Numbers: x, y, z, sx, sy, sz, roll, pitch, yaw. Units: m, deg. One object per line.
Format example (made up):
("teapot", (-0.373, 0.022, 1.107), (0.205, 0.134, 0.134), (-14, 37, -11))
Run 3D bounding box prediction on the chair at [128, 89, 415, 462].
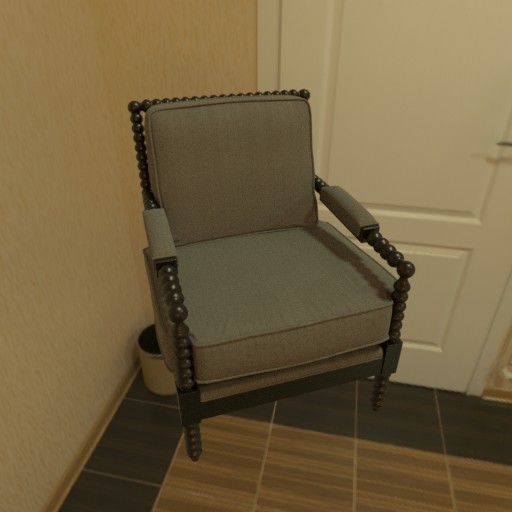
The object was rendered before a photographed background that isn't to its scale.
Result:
("chair", (0.000, 0.000, 1.107), (0.540, 0.661, 0.622), (-9, 33, -15))
